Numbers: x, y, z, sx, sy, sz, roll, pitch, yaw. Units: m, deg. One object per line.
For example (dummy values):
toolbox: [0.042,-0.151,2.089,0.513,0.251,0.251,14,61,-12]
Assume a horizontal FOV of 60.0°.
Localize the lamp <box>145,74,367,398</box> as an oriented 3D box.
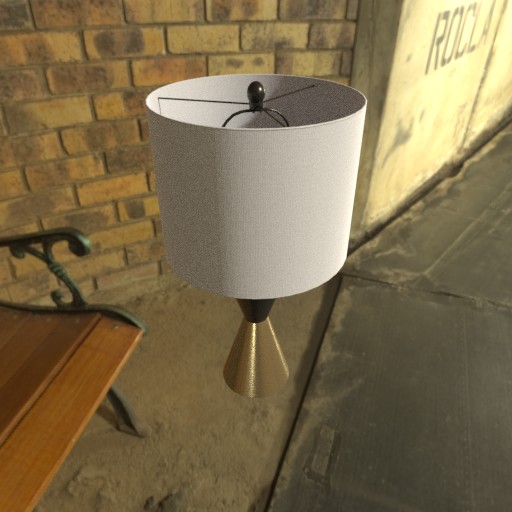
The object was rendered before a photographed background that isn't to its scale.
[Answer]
lamp: [0.000,0.000,0.765,0.304,0.573,0.304,-10,34,-15]
